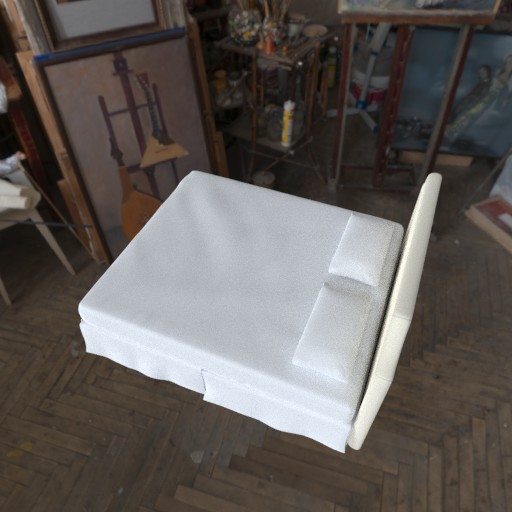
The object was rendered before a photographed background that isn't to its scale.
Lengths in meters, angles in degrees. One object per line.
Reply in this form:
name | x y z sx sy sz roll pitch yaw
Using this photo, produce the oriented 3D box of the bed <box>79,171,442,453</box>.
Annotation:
bed | 0.000 0.000 4.204 2.773 1.590 2.350 17 49 15
